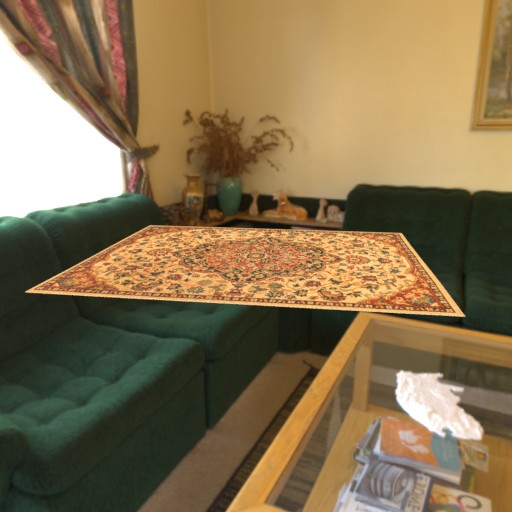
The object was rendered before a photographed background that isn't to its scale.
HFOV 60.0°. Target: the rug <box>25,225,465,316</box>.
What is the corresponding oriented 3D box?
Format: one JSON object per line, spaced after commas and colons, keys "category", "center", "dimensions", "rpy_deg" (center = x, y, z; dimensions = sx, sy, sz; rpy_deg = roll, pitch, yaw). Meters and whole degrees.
{"category": "rug", "center": [0.000, 0.000, 4.205], "dimensions": [3.067, 0.005, 2.454], "rpy_deg": [2, 16, 8]}
